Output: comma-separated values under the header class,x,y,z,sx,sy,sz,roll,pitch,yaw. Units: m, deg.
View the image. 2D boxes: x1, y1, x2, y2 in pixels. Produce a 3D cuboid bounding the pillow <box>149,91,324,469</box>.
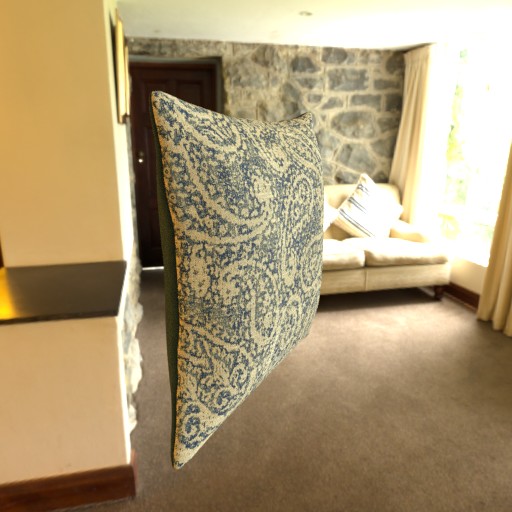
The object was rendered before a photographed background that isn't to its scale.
class,x,y,z,sx,sy,sz,roll,pitch,yaw
pillow,0.000,0.000,0.786,0.166,0.510,0.523,7,16,26
